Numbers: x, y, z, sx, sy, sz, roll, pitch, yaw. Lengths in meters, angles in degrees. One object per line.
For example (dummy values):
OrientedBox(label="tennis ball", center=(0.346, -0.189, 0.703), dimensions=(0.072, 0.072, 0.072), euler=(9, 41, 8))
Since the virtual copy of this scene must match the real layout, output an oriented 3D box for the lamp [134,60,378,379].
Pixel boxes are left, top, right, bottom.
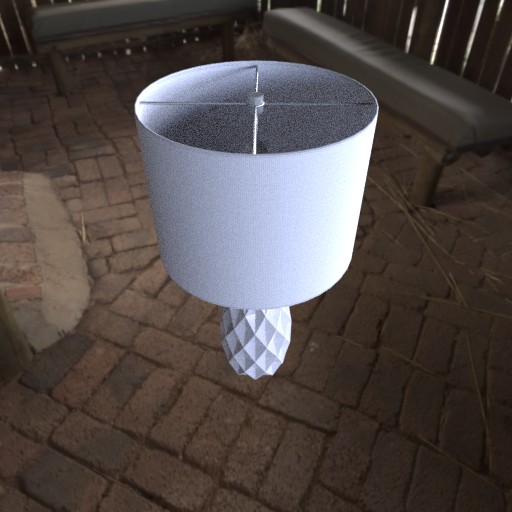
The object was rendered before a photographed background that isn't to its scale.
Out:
OrientedBox(label="lamp", center=(0.000, 0.000, 0.715), dimensions=(0.297, 0.522, 0.297), euler=(0, 40, 0))
